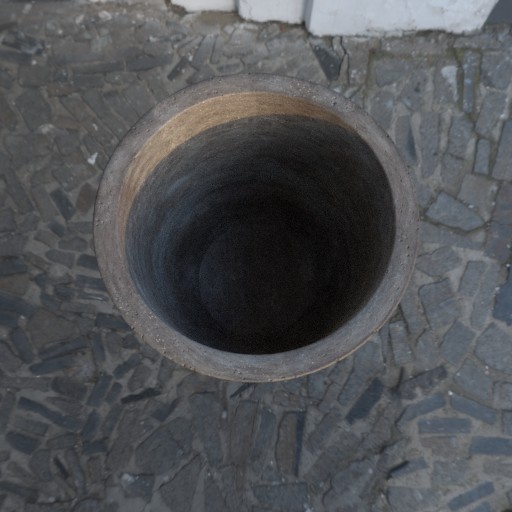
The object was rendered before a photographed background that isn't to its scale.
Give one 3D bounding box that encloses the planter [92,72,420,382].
[{"bbox_3d":[0.000,0.000,0.224,0.122,0.128,0.122,0,75,0],"label":"planter"}]
